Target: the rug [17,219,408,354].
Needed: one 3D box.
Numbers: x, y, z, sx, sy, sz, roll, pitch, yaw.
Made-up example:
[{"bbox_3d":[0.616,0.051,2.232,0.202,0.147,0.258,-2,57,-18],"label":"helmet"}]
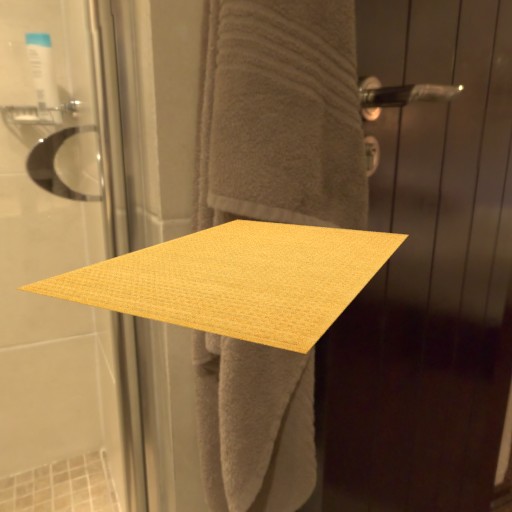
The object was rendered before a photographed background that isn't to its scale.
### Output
[{"bbox_3d":[0.000,0.000,3.664,1.981,0.006,2.895,7,16,26],"label":"rug"}]
